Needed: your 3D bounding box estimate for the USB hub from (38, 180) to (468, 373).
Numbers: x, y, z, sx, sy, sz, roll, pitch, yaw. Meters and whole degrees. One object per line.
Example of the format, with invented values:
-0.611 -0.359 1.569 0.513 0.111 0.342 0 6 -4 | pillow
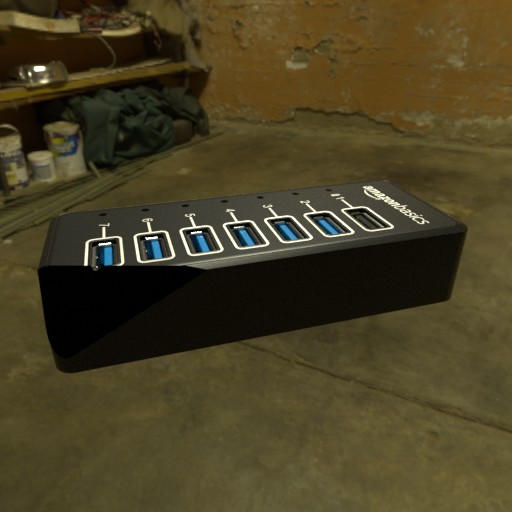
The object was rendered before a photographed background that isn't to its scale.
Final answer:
0.000 0.000 0.128 0.110 0.023 0.044 -8 29 -15 | USB hub
